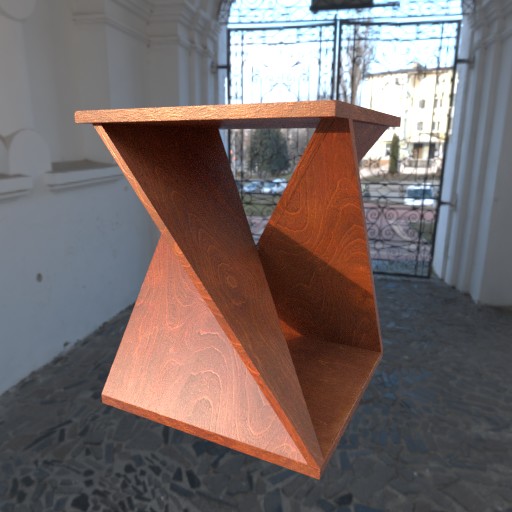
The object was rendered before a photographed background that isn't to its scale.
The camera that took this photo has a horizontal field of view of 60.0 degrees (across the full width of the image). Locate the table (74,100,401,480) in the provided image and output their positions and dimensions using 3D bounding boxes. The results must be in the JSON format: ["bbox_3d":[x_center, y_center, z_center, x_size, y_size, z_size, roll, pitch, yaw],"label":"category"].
[{"bbox_3d":[0.000,0.000,0.854,0.427,0.520,0.427,7,16,26],"label":"table"}]
